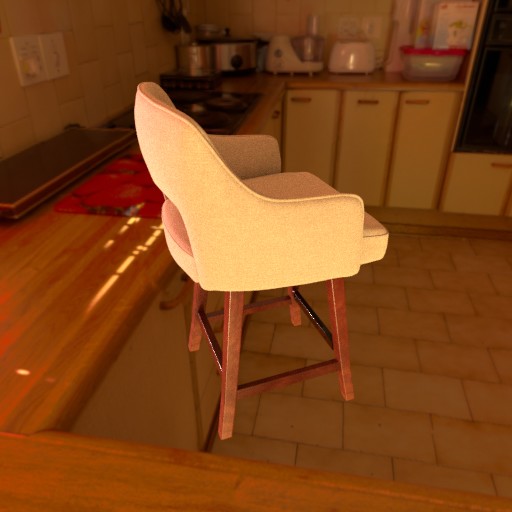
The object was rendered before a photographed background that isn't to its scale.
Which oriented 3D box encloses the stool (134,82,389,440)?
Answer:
[{"bbox_3d":[0.000,0.000,1.272,0.560,0.936,0.550,-11,32,-17],"label":"stool"}]
